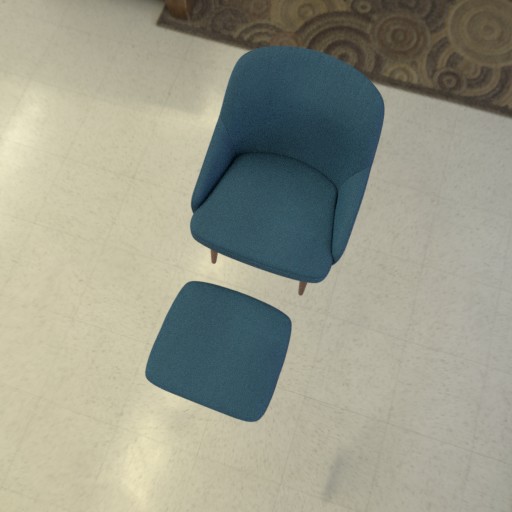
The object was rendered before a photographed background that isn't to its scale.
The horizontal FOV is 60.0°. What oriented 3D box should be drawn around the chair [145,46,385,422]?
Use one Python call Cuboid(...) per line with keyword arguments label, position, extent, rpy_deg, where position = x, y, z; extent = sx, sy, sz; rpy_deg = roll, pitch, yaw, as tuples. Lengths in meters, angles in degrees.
Cuboid(label="chair", position=(0.000, 0.000, 1.611), extent=(0.584, 0.866, 1.114), rpy_deg=(20, 76, 5))
